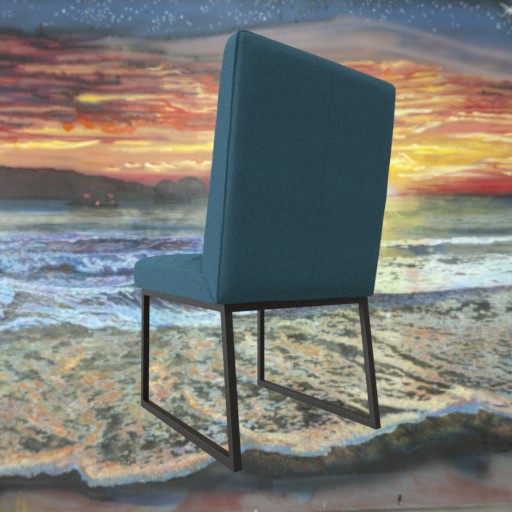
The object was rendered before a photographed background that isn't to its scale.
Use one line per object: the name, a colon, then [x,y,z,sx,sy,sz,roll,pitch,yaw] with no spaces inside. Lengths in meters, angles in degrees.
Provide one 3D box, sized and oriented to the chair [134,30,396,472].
chair: [0.000,0.000,1.283,0.520,0.930,0.634,1,-2,-35]
